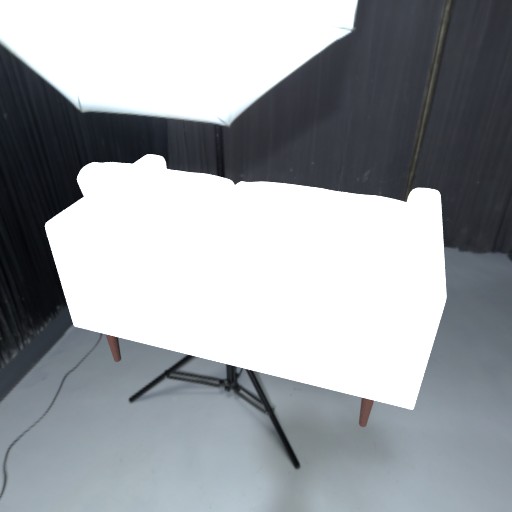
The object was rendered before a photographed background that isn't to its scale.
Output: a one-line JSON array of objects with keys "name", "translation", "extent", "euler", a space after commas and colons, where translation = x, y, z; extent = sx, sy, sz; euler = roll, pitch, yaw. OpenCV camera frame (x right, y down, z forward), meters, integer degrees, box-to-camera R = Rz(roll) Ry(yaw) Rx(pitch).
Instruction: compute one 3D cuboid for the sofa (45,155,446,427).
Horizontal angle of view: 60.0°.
[{"name": "sofa", "translation": [0.000, 0.000, 1.912], "extent": [1.430, 0.908, 0.796], "euler": [10, 35, 15]}]
